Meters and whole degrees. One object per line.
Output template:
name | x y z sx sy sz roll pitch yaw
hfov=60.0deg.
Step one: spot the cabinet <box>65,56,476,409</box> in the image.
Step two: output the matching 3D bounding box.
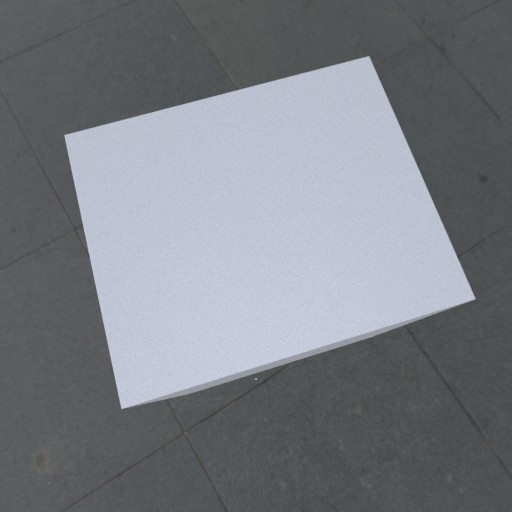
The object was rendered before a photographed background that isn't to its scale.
cabinet | 0.000 0.000 0.748 0.400 0.470 0.360 -16 75 -4
